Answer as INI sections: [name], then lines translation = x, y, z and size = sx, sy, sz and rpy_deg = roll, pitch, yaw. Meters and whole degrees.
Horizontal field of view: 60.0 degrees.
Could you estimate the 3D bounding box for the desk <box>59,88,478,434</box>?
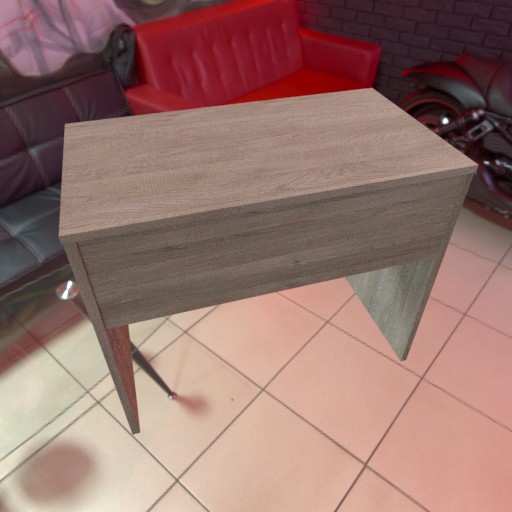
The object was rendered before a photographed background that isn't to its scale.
[desk]
translation = 0.000, 0.000, 1.312
size = 0.893, 0.724, 0.498
rpy_deg = -11, 42, -13
